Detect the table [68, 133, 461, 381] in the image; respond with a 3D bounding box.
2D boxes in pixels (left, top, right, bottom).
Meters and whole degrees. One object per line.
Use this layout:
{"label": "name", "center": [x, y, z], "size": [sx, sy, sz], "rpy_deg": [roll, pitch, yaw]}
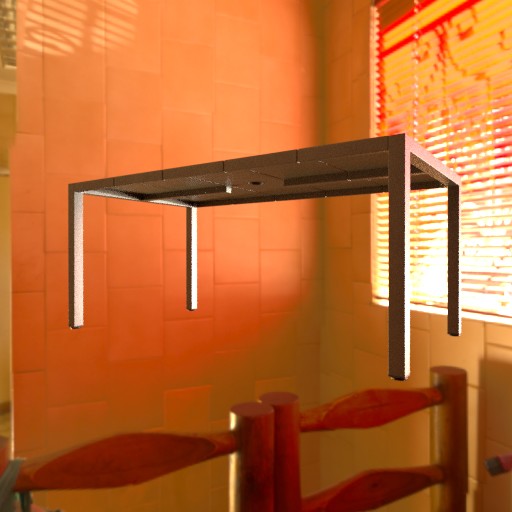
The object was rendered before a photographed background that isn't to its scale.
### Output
{"label": "table", "center": [0.000, 0.000, 2.148], "size": [1.680, 0.735, 0.914], "rpy_deg": [0, 0, 34]}
